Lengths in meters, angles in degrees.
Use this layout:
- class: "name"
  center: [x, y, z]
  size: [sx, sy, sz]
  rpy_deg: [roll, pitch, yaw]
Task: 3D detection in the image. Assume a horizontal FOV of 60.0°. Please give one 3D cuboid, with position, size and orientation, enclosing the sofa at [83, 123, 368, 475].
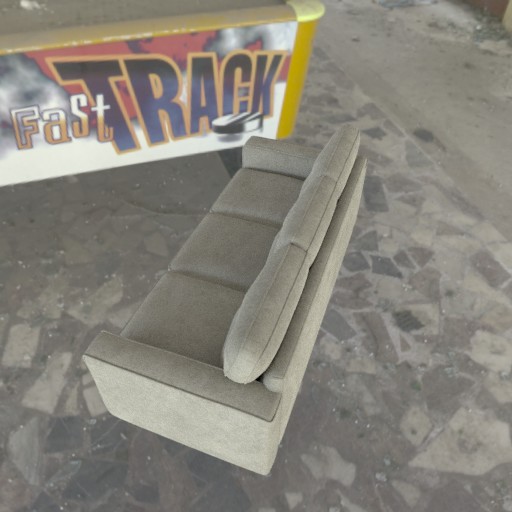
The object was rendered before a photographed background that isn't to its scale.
- class: "sofa"
  center: [0.000, 0.000, 2.710]
  size: [0.939, 0.965, 2.133]
  rpy_deg: [15, 46, 15]
